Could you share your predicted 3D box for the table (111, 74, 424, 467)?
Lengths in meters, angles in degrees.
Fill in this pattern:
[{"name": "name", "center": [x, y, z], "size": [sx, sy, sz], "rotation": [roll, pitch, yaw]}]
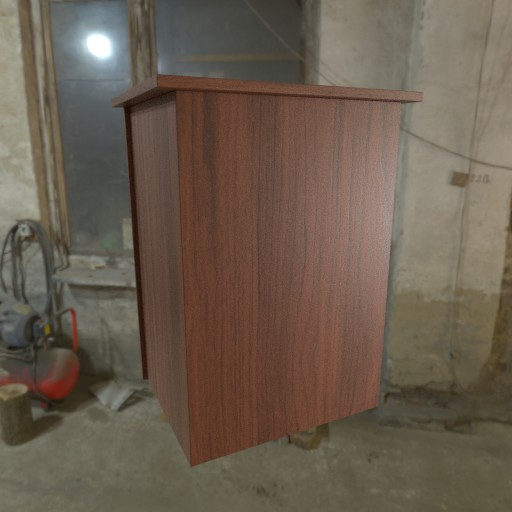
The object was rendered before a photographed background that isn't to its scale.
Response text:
[{"name": "table", "center": [0.000, 0.000, 0.931], "size": [0.480, 0.636, 0.381], "rotation": [-7, 16, -25]}]
